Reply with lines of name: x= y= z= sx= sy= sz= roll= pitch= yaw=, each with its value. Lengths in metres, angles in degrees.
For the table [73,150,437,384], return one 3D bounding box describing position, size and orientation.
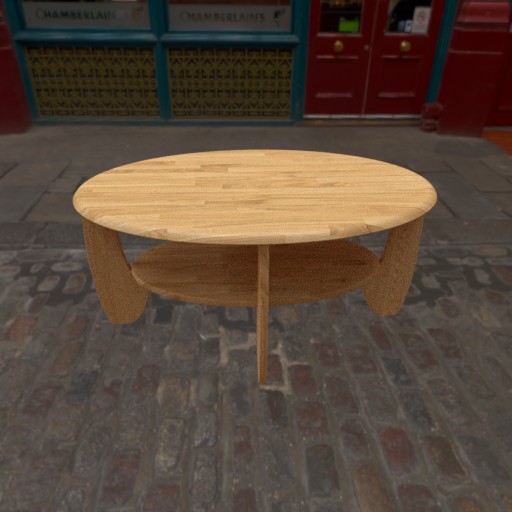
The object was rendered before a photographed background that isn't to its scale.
table: x=0.000 y=0.000 z=1.407 sx=1.040 sy=0.490 sz=0.690 roll=-1 pitch=30 yaw=-3
